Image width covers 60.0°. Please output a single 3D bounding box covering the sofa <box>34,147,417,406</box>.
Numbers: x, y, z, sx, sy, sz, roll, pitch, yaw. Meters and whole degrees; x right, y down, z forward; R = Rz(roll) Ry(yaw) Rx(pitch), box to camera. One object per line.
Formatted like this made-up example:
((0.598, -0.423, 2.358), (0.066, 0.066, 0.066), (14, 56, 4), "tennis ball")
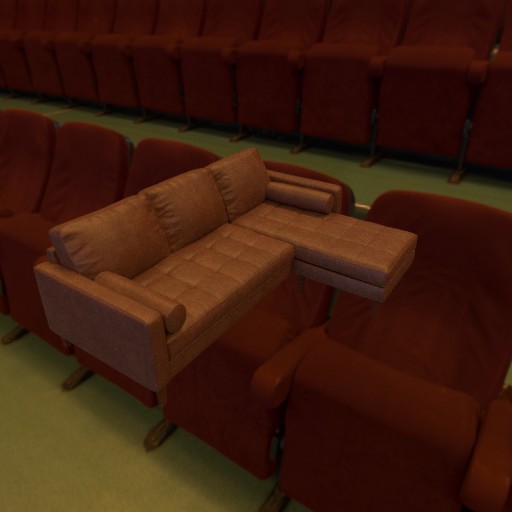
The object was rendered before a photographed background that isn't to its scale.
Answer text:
((0.000, 0.000, 2.967), (1.613, 0.841, 2.185), (19, 35, 29), "sofa")
